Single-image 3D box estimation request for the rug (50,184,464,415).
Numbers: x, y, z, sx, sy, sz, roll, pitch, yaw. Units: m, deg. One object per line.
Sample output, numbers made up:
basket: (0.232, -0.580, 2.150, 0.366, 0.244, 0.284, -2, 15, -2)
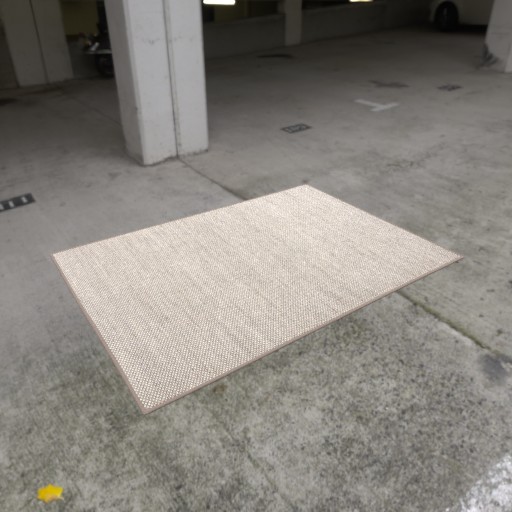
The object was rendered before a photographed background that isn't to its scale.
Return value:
rug: (0.000, 0.000, 2.768, 2.115, 0.013, 1.517, -19, 36, -29)
